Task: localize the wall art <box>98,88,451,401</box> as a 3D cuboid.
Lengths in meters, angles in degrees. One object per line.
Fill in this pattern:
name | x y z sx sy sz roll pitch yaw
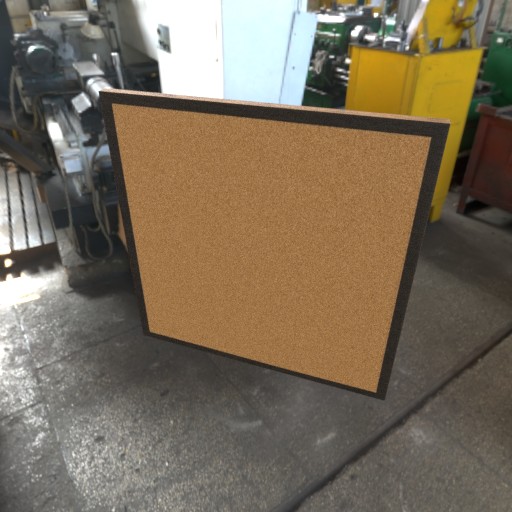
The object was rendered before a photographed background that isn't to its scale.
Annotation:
wall art | 0.000 0.000 1.031 0.695 0.691 0.029 11 34 17
